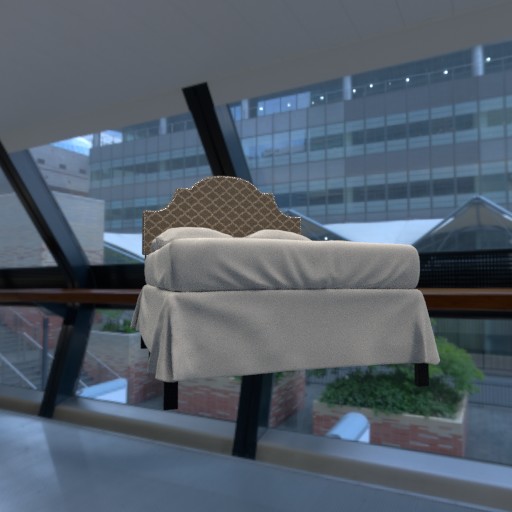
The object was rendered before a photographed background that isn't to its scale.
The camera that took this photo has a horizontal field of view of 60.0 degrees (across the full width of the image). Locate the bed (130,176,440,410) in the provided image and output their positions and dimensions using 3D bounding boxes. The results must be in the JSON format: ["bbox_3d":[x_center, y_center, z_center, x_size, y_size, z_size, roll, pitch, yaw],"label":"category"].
[{"bbox_3d":[0.000,0.000,3.414,1.780,1.633,2.222,1,-3,-18],"label":"bed"}]
